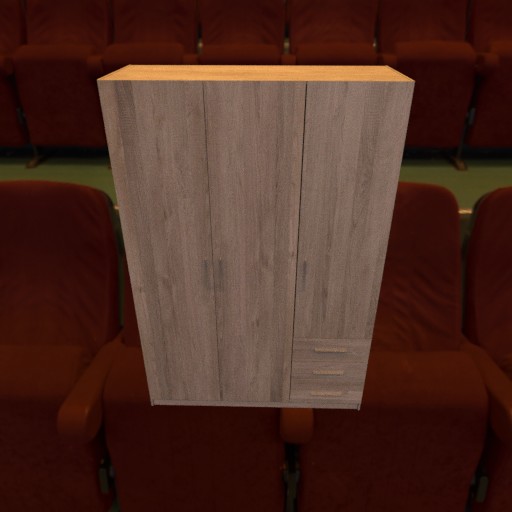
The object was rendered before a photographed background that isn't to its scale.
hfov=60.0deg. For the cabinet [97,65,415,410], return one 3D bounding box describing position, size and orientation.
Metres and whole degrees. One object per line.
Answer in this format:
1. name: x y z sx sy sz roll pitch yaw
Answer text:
1. cabinet: 0.000 0.000 2.475 1.290 1.910 0.510 1 30 1
